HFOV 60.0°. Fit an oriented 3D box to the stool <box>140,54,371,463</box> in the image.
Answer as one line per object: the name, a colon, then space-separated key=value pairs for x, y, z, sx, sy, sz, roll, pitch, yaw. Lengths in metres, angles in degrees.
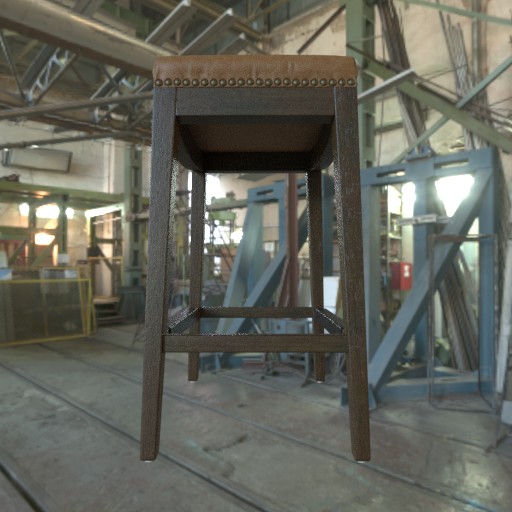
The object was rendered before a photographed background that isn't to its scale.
stool: x=0.000 y=0.000 z=0.947 sx=0.361 sy=0.660 sz=0.500 roll=0 pitch=-1 yaw=0
